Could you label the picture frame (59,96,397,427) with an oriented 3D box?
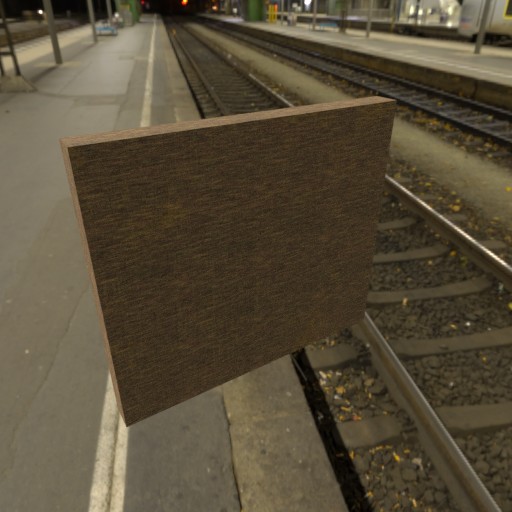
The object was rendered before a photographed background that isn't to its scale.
[{"bbox_3d":[0.000,0.000,0.536,0.378,0.330,0.033,-17,34,-28],"label":"picture frame"}]
